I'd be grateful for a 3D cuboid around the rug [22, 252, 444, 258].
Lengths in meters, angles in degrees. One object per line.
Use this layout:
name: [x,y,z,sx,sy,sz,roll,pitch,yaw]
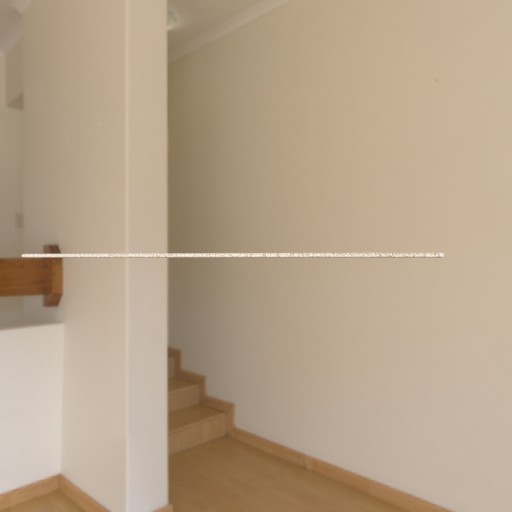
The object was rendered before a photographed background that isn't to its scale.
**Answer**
rug: [0.000,0.000,4.103,3.047,0.029,2.438,0,0,19]
